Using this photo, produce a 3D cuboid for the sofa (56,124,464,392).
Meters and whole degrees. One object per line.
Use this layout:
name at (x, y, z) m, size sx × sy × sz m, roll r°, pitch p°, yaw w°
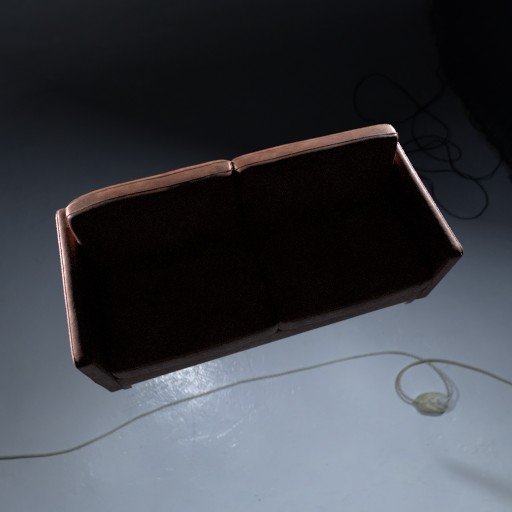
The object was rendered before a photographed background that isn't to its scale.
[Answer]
sofa at (0.000, 0.000, 2.498) m, size 1.971 × 0.863 × 0.923 m, roll -15°, pitch 63°, yaw -8°
